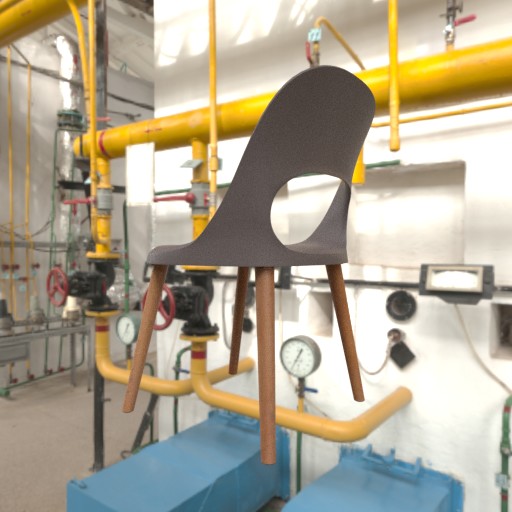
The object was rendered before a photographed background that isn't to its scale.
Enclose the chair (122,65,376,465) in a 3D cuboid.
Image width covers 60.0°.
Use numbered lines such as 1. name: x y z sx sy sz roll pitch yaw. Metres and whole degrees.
1. chair: 0.000 0.000 1.142 0.556 0.794 0.470 1 1 37
